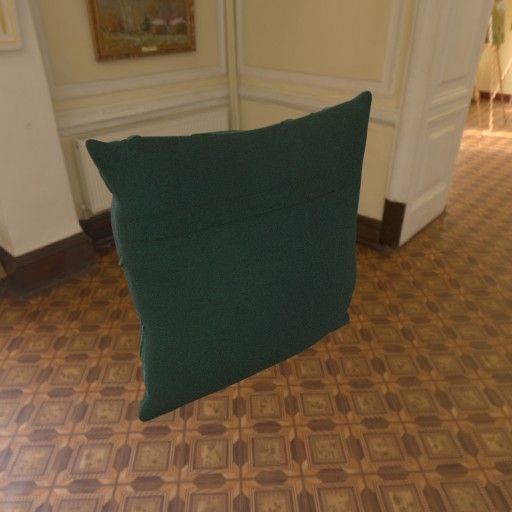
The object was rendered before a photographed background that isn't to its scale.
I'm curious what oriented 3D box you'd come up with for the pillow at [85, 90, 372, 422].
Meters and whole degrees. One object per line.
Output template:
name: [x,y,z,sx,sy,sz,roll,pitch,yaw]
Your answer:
pillow: [0.000,0.000,0.676,0.439,0.440,0.184,-19,35,-30]
